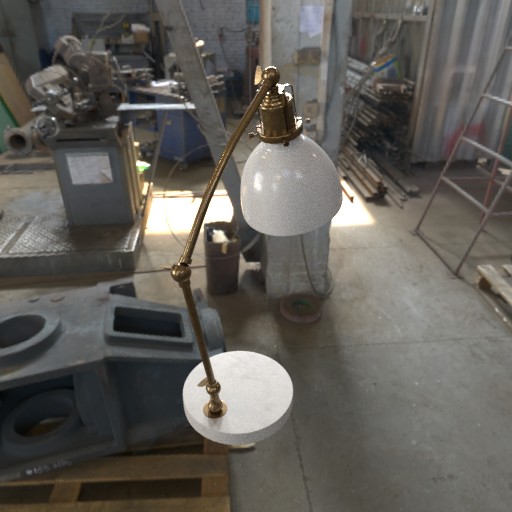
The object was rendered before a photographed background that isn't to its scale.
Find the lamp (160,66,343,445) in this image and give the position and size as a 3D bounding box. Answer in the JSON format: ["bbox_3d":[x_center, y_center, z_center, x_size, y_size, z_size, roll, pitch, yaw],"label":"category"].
[{"bbox_3d":[0.000,0.000,0.665,0.186,0.522,0.317,22,36,34],"label":"lamp"}]
